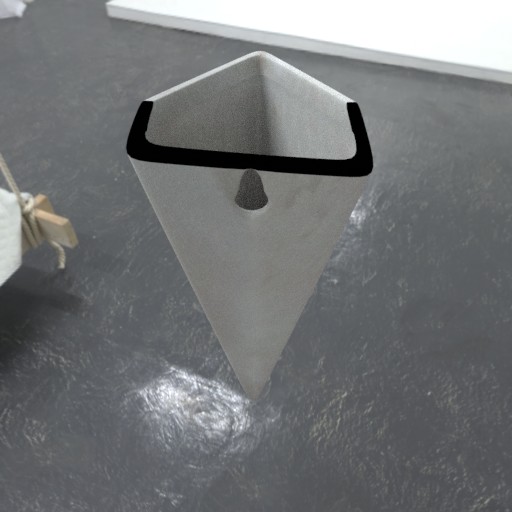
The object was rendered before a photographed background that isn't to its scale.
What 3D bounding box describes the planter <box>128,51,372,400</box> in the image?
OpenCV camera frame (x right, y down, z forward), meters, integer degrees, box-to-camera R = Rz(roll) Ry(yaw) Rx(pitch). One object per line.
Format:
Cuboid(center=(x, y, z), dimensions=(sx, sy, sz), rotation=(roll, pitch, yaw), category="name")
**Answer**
Cuboid(center=(0.000, 0.000, 0.155), dimensions=(0.058, 0.130, 0.047), rotation=(2, 47, 2), category="planter")
